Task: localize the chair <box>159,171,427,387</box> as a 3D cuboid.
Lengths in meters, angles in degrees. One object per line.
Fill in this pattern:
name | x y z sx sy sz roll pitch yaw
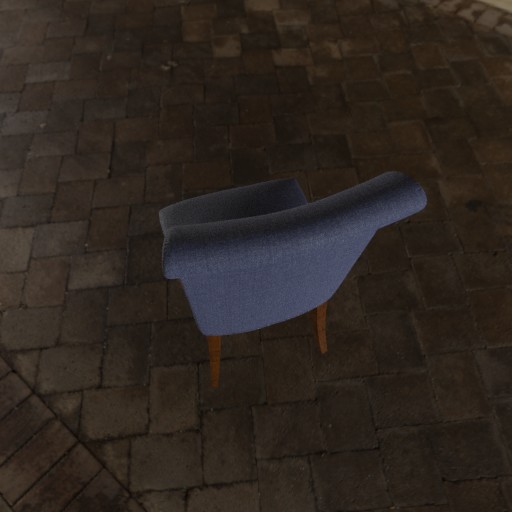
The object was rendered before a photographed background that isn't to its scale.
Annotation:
chair | 0.000 0.000 1.333 0.513 0.988 0.608 -15 58 -10
